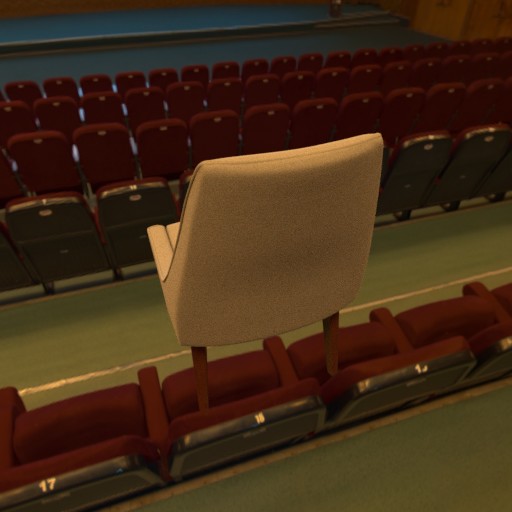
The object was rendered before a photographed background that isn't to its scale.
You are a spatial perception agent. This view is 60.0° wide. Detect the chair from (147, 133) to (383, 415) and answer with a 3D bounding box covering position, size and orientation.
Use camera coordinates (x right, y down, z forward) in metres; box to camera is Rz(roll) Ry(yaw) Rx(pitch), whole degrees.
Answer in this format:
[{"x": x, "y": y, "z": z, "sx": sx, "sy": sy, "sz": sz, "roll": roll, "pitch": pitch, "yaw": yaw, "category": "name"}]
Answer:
[{"x": 0.000, "y": 0.000, "z": 1.219, "sx": 0.529, "sy": 0.861, "sz": 0.544, "roll": -13, "pitch": 42, "yaw": -14, "category": "chair"}]
